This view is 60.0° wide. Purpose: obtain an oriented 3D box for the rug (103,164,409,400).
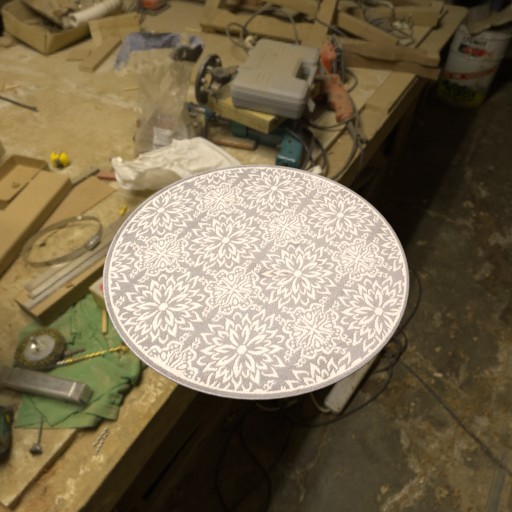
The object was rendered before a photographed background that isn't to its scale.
[{"bbox_3d":[0.000,0.000,2.361,1.593,0.012,1.593,0,48,0],"label":"rug"}]
